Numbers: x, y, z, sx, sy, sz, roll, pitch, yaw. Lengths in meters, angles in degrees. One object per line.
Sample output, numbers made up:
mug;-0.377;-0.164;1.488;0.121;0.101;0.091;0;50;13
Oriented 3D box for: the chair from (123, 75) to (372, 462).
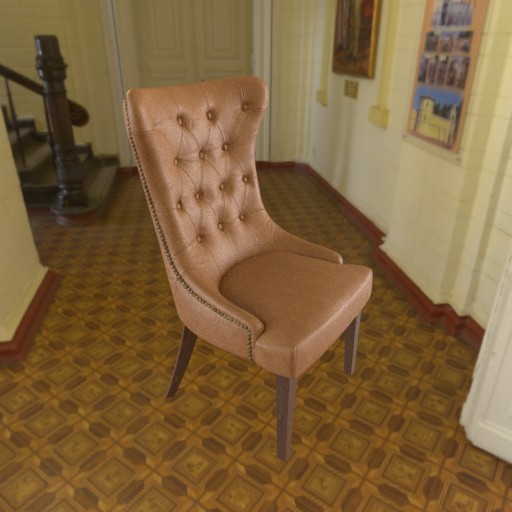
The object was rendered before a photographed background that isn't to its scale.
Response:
chair;0.000;0.000;1.476;0.669;1.065;0.611;18;32;31
